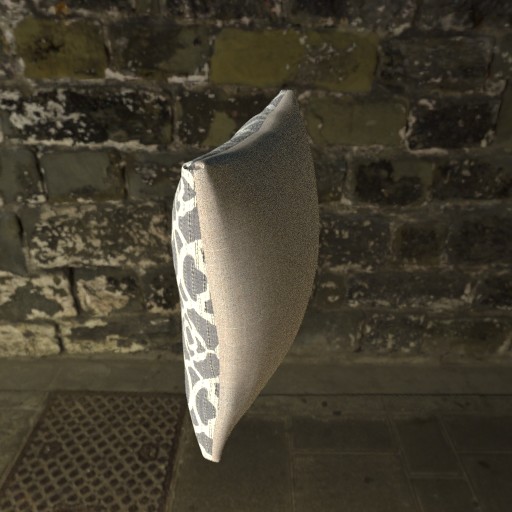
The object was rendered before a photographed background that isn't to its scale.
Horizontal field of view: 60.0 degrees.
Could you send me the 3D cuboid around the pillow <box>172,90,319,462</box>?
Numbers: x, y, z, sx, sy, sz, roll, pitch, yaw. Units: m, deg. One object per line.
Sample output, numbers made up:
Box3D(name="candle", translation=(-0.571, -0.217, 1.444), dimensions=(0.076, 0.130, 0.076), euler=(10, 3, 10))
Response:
Box3D(name="pillow", translation=(0.000, 0.000, 0.798), dimensions=(0.215, 0.498, 0.508), euler=(8, 30, 13))
